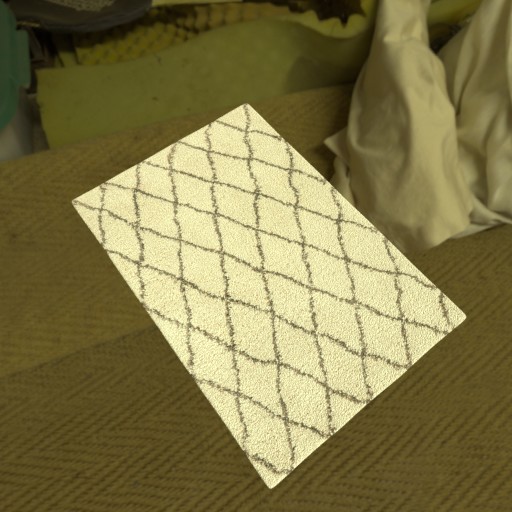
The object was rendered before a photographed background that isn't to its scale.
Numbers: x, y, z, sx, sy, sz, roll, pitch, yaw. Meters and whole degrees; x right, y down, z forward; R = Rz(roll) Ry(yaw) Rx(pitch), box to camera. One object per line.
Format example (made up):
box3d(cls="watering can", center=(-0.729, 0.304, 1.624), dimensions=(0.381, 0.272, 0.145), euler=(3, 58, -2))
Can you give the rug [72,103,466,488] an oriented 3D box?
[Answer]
box3d(cls="rug", center=(0.000, 0.000, 2.302), dimensions=(1.219, 0.030, 1.778), euler=(-34, 68, -16))
